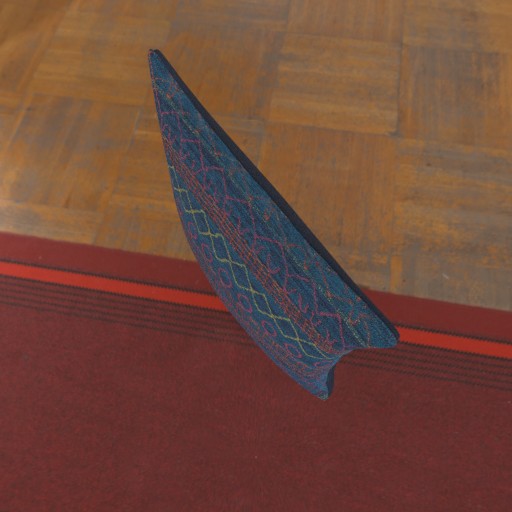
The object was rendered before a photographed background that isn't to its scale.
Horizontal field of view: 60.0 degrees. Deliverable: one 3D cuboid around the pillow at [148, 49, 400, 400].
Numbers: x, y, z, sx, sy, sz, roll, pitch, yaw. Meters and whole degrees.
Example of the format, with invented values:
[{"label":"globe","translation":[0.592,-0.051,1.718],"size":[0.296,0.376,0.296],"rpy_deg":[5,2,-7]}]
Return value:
[{"label":"pillow","translation":[0.000,0.000,0.645],"size":[0.141,0.431,0.431],"rpy_deg":[-33,70,-14]}]
